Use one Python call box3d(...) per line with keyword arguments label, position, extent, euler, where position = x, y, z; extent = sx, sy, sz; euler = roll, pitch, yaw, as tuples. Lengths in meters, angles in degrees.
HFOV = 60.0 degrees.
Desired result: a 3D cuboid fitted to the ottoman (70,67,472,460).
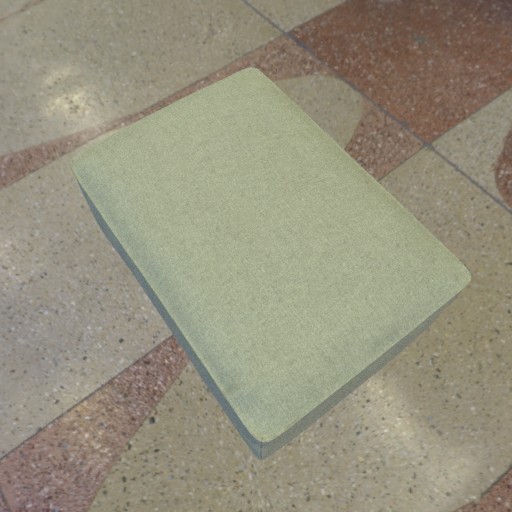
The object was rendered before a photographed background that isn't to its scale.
box3d(label="ottoman", position=(0.000, 0.000, 1.211), extent=(0.611, 0.508, 0.848), euler=(-33, 68, -16))
